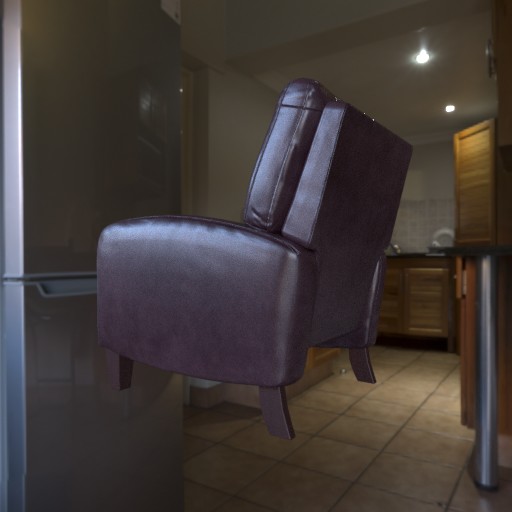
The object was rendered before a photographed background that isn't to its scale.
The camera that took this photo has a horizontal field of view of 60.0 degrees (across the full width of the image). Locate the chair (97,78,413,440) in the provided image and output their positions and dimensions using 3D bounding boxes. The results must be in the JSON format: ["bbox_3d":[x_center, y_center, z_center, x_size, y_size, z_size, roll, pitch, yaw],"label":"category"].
[{"bbox_3d":[0.000,0.000,1.662,0.990,0.990,0.762,0,1,35],"label":"chair"}]
